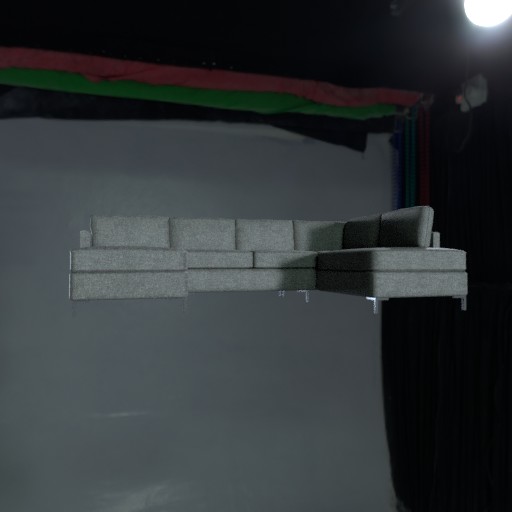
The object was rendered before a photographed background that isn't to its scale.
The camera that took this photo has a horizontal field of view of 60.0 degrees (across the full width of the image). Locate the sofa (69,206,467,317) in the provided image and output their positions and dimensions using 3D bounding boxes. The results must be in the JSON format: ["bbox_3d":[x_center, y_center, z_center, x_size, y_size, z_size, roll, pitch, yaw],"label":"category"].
[{"bbox_3d":[0.000,0.000,4.482,3.423,0.999,2.048,0,-1,-18],"label":"sofa"}]
